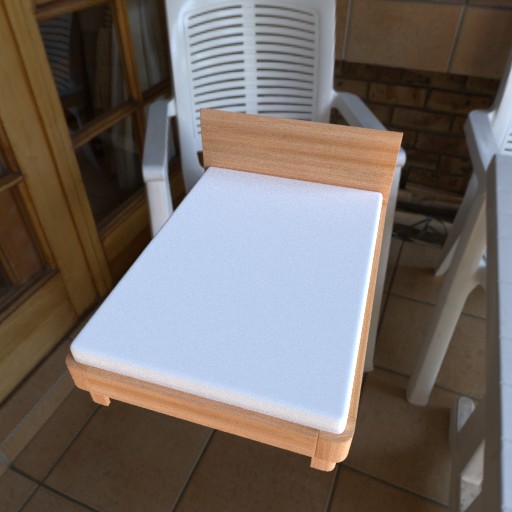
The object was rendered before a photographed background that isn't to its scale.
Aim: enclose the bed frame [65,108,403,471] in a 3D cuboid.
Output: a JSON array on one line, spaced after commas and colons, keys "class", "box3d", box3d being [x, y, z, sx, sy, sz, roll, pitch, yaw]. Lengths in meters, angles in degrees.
[{"class": "bed frame", "box3d": [0.000, 0.000, 2.738, 1.472, 0.940, 1.992, 11, 42, 13]}]
